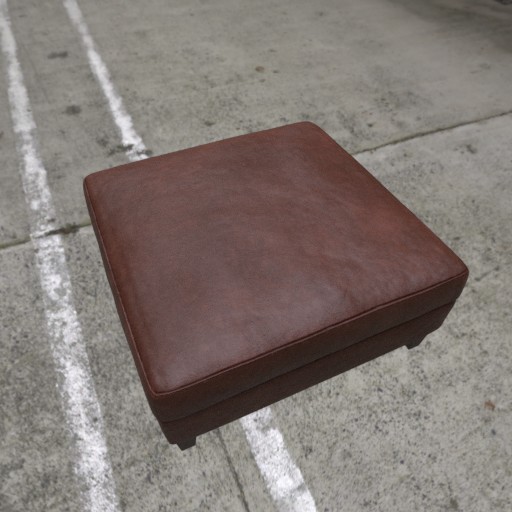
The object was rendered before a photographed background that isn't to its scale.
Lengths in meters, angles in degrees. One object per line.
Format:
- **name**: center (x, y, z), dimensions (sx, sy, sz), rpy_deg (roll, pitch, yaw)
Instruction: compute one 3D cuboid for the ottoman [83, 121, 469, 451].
- **ottoman**: center (0.000, 0.000, 1.337), dimensions (0.844, 0.415, 0.836), rpy_deg (-18, 49, -17)
